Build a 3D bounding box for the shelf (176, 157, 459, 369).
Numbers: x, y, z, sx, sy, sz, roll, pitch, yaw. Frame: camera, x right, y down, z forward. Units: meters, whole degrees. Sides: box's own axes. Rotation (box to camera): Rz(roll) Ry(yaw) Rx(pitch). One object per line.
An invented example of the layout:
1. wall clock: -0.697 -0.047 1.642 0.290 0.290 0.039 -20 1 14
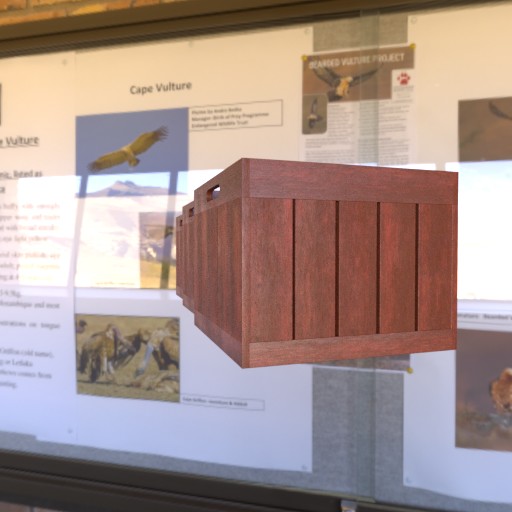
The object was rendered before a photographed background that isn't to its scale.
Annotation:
1. shelf: 0.000 0.000 1.218 0.393 0.311 1.064 0 1 -18
